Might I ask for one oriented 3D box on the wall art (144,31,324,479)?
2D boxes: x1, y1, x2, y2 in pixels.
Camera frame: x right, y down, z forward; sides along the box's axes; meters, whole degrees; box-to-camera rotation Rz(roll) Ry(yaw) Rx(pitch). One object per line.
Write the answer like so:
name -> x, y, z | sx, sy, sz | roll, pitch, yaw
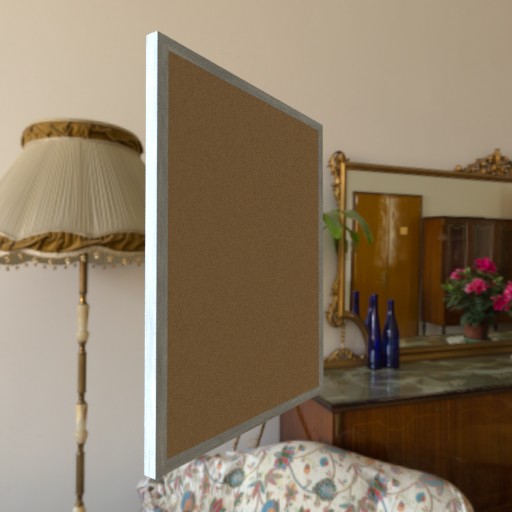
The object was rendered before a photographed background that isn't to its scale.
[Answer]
wall art -> 0.000, 0.000, 0.776 | 0.022, 0.582, 0.479 | -1, -1, 35
